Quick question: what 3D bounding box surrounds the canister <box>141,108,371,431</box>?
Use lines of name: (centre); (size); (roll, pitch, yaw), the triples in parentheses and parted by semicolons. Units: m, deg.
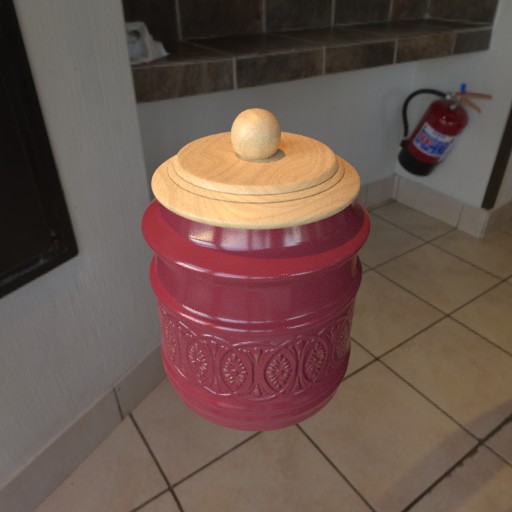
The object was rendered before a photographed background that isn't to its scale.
canister: (0.000, 0.000, 0.272); (0.130, 0.176, 0.130); (0, 33, 0)
